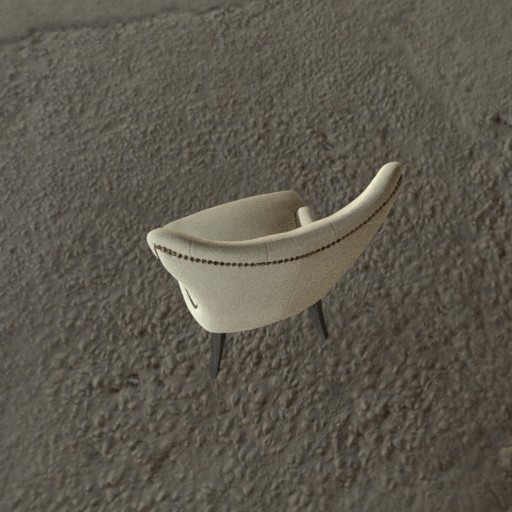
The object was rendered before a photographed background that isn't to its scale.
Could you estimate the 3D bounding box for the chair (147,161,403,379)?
[{"bbox_3d":[0.000,0.000,1.459,0.584,1.065,0.590,-17,62,-9],"label":"chair"}]
